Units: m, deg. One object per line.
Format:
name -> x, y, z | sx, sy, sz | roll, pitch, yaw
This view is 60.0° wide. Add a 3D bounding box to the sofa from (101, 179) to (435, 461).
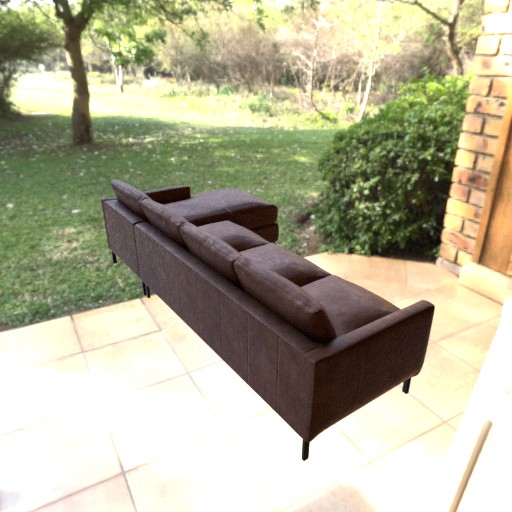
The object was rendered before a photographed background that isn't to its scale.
sofa -> 0.000, 0.000, 3.516 | 1.471, 0.859, 2.993 | -17, 29, -32
